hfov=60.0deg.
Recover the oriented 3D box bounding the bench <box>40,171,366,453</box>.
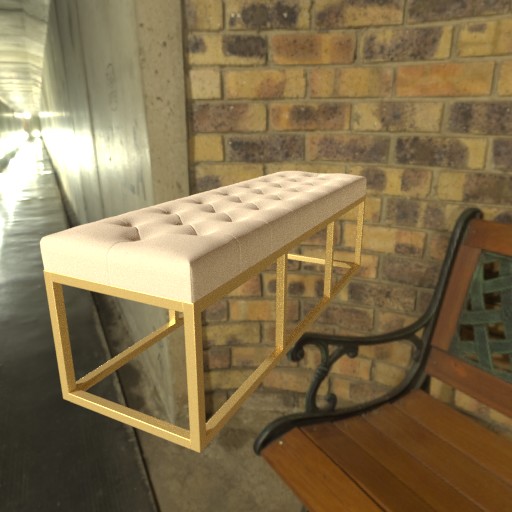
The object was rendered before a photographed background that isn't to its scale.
[{"bbox_3d":[0.000,0.000,1.685,0.457,0.484,1.473,9,20,26],"label":"bench"}]
